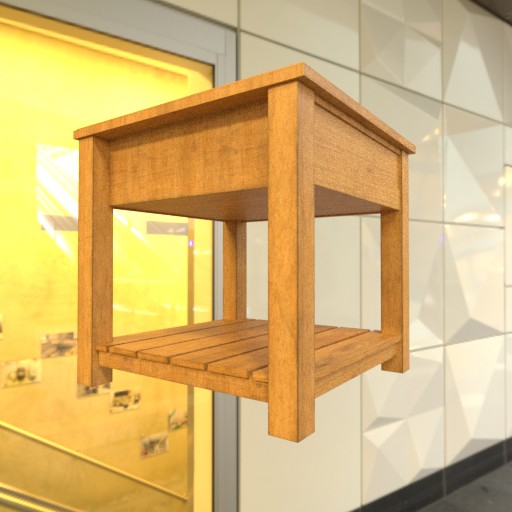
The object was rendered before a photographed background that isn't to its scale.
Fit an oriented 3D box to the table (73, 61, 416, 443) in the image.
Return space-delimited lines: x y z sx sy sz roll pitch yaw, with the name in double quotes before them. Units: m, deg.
"table" 0.000 0.000 1.105 0.616 0.593 0.612 -1 -1 35
